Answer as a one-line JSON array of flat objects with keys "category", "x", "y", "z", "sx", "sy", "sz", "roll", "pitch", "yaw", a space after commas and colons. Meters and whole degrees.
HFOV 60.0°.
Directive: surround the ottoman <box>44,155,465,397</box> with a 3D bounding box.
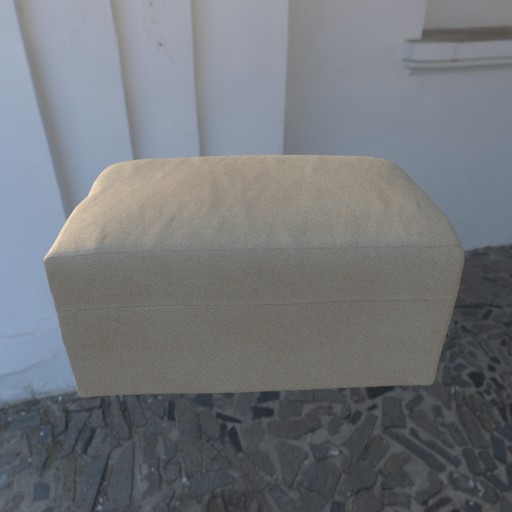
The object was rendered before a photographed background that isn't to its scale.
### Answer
[{"category": "ottoman", "x": 0.000, "y": 0.000, "z": 1.191, "sx": 0.872, "sy": 0.444, "sz": 0.590, "roll": -1, "pitch": 31, "yaw": -2}]
